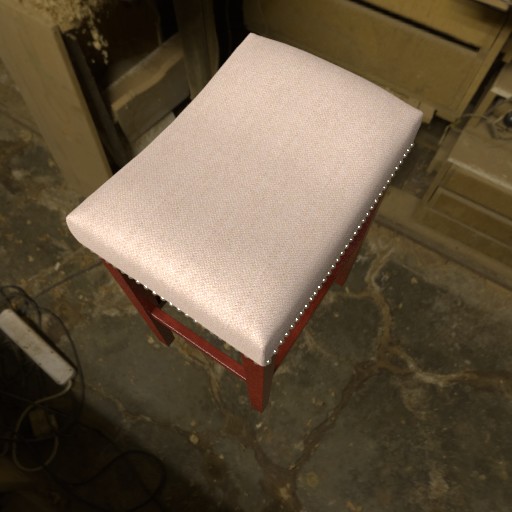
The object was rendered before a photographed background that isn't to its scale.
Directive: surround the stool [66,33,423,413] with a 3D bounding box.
[{"bbox_3d":[0.000,0.000,1.010,0.372,0.742,0.504,31,68,14],"label":"stool"}]
